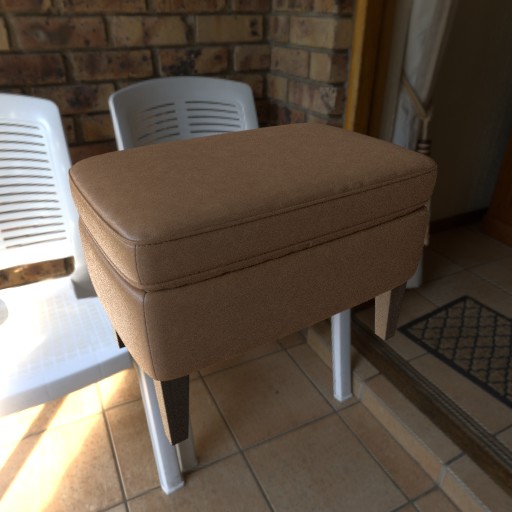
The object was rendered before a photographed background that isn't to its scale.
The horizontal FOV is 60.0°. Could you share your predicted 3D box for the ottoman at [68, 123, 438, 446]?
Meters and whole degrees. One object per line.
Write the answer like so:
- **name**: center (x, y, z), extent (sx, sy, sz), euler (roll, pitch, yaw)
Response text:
- **ottoman**: center (0.000, 0.000, 0.982), extent (0.670, 0.480, 0.420), euler (-17, 34, -28)
